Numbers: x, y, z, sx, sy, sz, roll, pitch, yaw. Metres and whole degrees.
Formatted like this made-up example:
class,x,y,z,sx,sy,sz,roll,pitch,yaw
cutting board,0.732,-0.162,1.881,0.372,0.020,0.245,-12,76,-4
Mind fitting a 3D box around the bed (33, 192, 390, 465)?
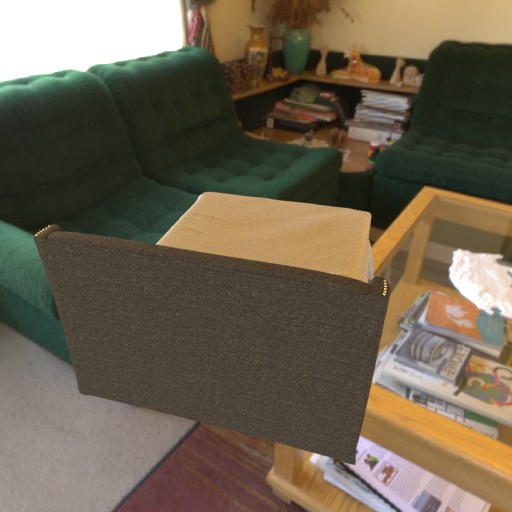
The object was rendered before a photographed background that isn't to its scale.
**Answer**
class,x,y,z,sx,sy,sz,roll,pitch,yaw
bed,0.000,0.000,3.454,1.925,1.332,2.276,9,34,14
